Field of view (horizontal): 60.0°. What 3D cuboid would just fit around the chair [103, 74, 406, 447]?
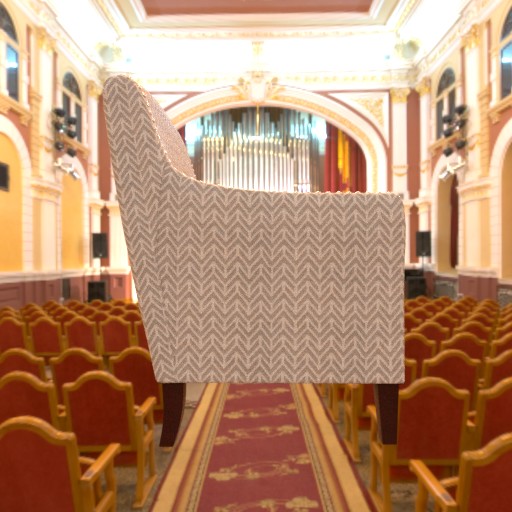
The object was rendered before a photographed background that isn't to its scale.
[{"bbox_3d":[0.000,0.000,1.244,0.651,0.816,0.623,0,0,1],"label":"chair"}]
